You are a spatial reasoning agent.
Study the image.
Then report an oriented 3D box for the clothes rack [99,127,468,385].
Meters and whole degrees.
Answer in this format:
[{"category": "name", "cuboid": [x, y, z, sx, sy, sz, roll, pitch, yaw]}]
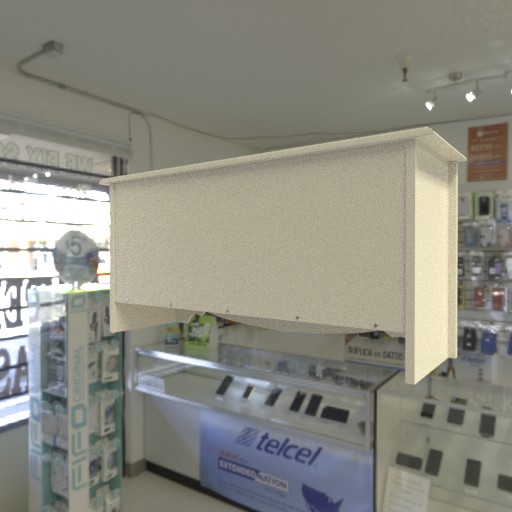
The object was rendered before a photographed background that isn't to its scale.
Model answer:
[{"category": "clothes rack", "cuboid": [0.000, 0.000, 1.350, 1.120, 0.531, 0.324, 0, 1, 36]}]
